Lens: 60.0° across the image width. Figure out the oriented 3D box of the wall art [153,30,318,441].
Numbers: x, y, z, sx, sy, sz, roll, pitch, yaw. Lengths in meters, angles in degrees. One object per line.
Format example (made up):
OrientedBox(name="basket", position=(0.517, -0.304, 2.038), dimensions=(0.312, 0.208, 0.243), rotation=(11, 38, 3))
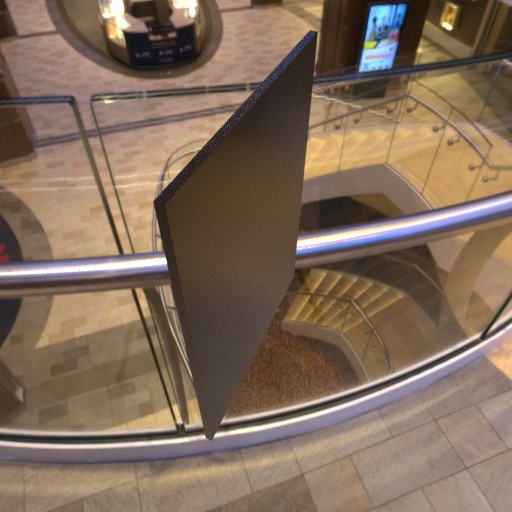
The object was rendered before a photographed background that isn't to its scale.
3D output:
OrientedBox(name="wall art", position=(0.000, 0.000, 0.758), dimensions=(0.013, 0.582, 0.442), rotation=(18, 50, 16))
